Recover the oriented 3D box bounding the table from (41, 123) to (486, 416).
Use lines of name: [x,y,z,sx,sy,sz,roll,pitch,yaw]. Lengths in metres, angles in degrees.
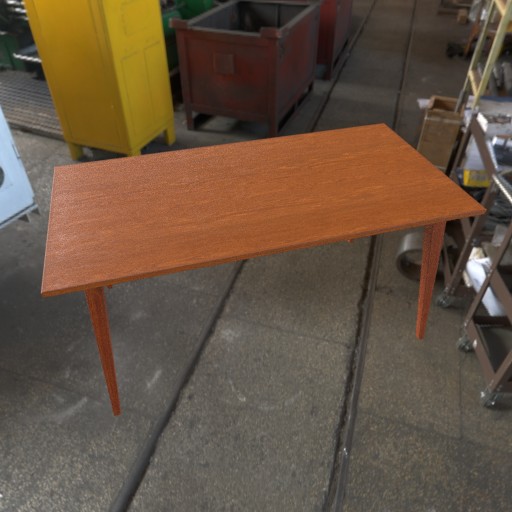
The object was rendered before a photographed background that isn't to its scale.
table: [0.000,0.000,2.069,1.609,0.755,0.811,-11,42,-12]
